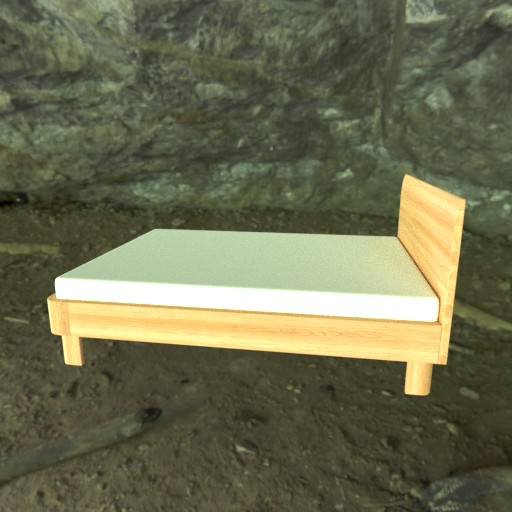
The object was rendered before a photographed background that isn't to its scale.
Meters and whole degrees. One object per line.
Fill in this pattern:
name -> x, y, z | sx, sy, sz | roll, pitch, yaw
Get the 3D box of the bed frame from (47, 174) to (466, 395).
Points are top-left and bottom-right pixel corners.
bed frame -> 0.000, 0.000, 2.795 | 1.992, 0.940, 1.472 | 2, 15, 9
